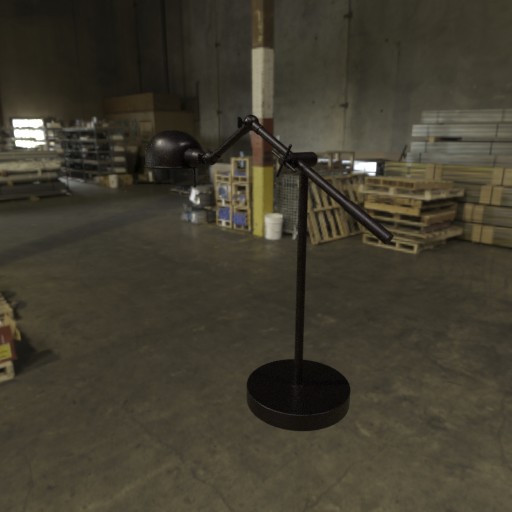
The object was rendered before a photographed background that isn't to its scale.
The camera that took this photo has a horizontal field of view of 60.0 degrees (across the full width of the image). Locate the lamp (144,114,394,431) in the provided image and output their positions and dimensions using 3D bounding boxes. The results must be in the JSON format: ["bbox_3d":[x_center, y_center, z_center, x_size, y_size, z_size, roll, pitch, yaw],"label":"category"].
[{"bbox_3d":[0.000,0.000,0.817,0.185,0.495,0.567,-14,21,-42],"label":"lamp"}]
